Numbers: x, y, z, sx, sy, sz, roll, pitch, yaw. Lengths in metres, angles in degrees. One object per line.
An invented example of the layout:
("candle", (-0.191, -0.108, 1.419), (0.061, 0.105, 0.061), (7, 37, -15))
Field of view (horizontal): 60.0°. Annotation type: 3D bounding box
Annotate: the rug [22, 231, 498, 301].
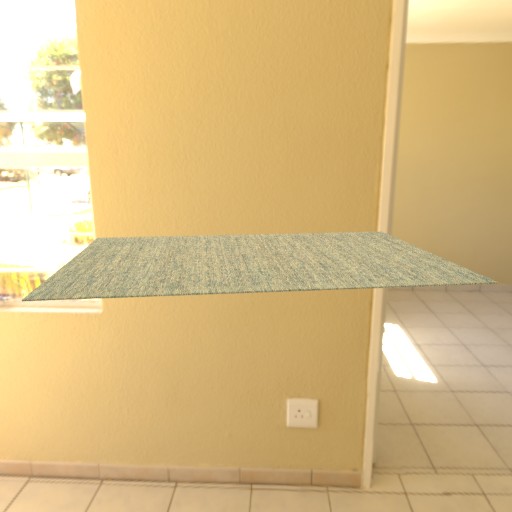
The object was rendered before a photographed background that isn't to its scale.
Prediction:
("rug", (0.000, 0.000, 2.170), (1.752, 0.006, 1.142), (-2, 13, -7))
